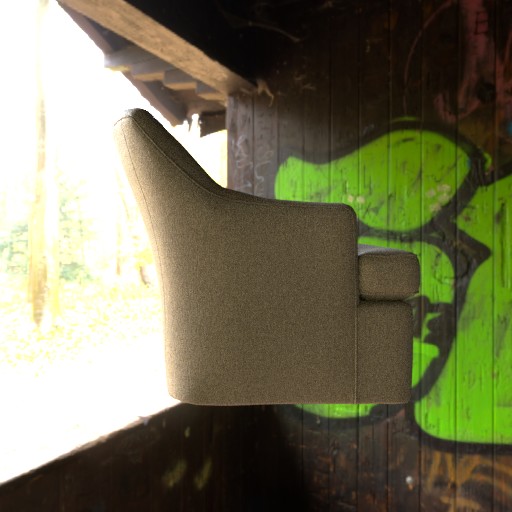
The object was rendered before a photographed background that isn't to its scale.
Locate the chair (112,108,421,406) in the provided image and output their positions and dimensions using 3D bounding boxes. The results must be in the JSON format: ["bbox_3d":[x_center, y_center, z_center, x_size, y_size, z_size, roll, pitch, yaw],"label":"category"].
[{"bbox_3d":[0.000,0.000,1.579,0.923,0.856,0.864,0,0,1],"label":"chair"}]
